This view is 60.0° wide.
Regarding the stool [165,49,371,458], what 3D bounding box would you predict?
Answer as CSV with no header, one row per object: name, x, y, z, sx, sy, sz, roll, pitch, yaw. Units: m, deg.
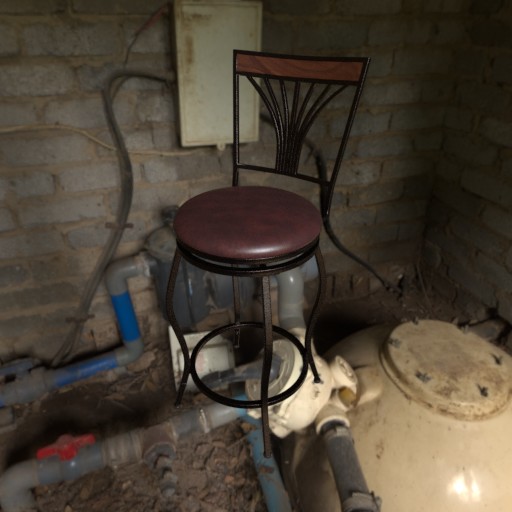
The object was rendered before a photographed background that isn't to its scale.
stool,0.000,0.000,1.376,0.433,1.117,0.514,17,34,27
